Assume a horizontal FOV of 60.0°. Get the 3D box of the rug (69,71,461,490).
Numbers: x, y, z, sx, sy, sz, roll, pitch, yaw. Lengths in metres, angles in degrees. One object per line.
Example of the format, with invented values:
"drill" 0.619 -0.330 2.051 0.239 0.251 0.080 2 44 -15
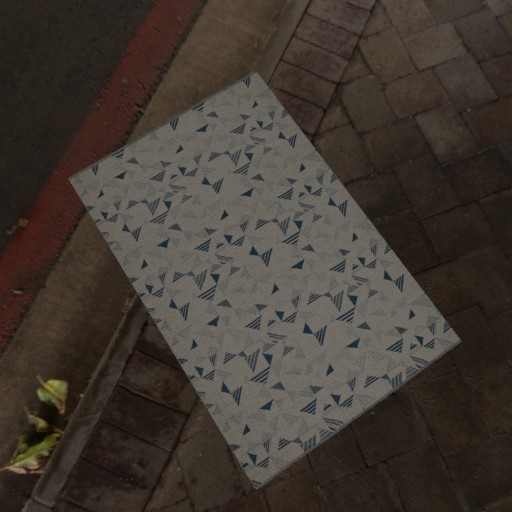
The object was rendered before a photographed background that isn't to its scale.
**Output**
"rug" 0.000 0.000 2.274 1.206 0.003 1.835 -33 78 -8
